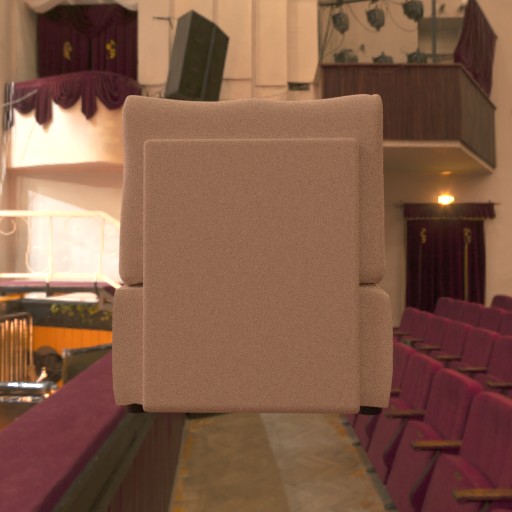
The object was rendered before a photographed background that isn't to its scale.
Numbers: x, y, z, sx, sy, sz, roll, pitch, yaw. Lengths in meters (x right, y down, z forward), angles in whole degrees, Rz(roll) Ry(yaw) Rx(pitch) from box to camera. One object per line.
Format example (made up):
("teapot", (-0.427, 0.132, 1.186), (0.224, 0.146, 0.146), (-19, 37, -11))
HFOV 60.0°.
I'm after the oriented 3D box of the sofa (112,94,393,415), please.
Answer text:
("sofa", (0.000, 0.000, 1.579), (0.700, 0.820, 1.000), (0, -1, 1))
